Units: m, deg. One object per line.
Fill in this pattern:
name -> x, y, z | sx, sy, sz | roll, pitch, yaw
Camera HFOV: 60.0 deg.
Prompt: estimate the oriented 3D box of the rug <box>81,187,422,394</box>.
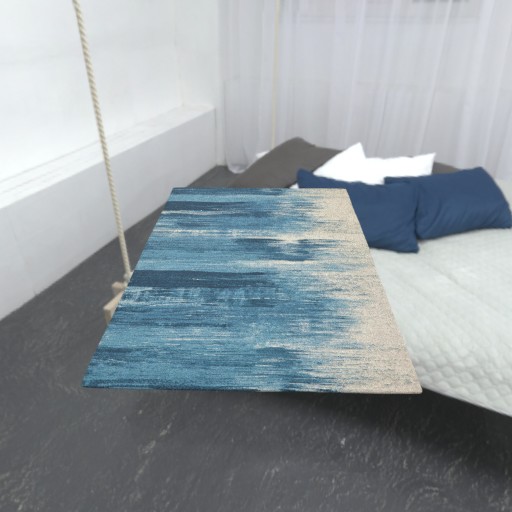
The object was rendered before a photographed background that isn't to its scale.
rug -> 0.000, 0.000, 2.354 | 1.232, 0.009, 1.836 | 1, 31, 1
